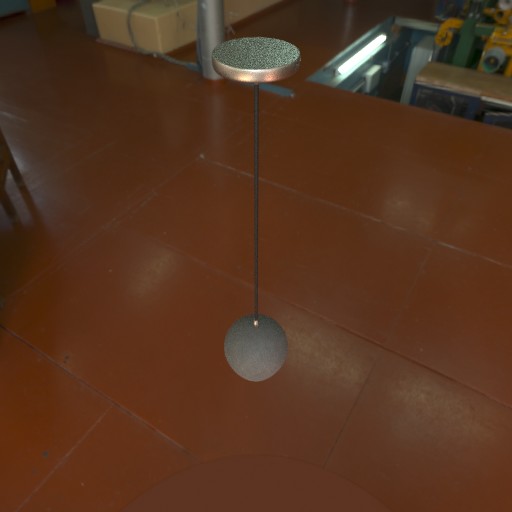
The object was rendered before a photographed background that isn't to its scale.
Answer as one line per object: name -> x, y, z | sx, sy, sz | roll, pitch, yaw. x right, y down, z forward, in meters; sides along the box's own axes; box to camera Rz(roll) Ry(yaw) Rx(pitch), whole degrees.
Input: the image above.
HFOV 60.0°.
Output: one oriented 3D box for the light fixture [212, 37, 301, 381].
light fixture -> 0.000, 0.000, 0.857 | 0.153, 0.760, 0.153 | -17, 47, -17
